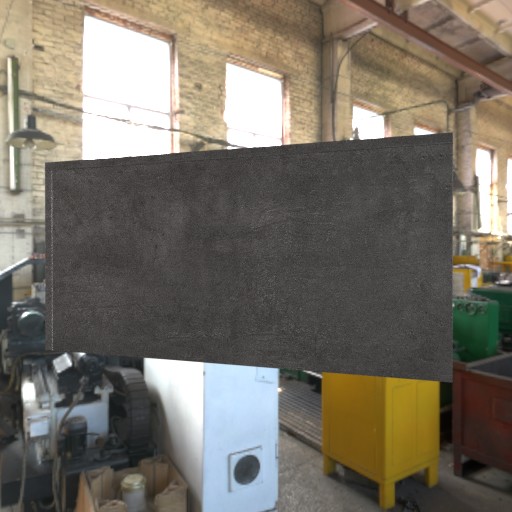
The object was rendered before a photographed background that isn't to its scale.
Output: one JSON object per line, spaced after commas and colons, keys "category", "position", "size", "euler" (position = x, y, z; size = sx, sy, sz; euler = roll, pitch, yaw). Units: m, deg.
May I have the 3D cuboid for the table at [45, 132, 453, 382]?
{"category": "table", "position": [0.000, 0.000, 0.913], "size": [0.700, 0.350, 0.400], "euler": [0, 0, 17]}
